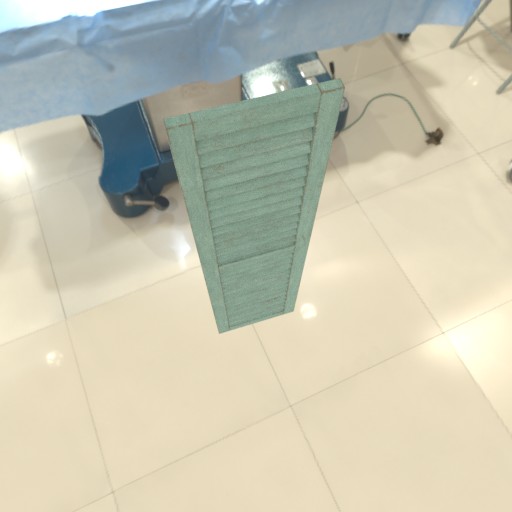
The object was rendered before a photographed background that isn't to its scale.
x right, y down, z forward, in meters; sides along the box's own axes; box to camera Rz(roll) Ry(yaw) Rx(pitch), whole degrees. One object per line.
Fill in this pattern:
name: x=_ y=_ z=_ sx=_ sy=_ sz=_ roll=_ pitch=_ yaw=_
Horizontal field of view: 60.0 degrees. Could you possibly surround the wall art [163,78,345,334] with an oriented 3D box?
wall art: x=0.000 y=0.000 z=1.326 sx=0.329 sy=1.219 sz=0.025 roll=-16 pitch=65 yaw=-8
